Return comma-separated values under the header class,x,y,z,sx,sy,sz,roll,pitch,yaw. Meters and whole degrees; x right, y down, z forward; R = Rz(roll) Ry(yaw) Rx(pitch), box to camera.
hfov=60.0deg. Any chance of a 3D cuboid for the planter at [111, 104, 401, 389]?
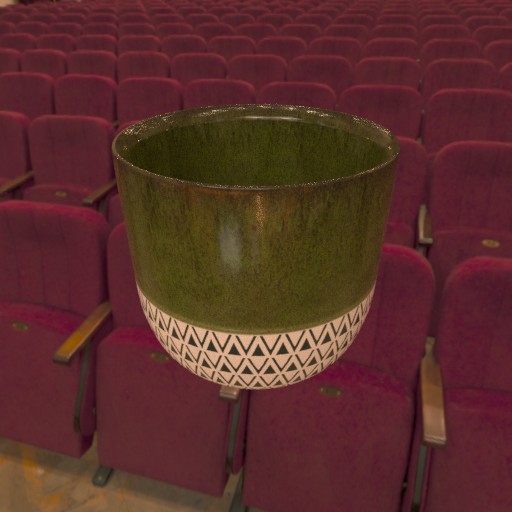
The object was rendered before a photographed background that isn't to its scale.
class,x,y,z,sx,sy,sz,roll,pitch,yaw
planter,0.000,0.000,0.491,0.266,0.270,0.266,0,31,0
